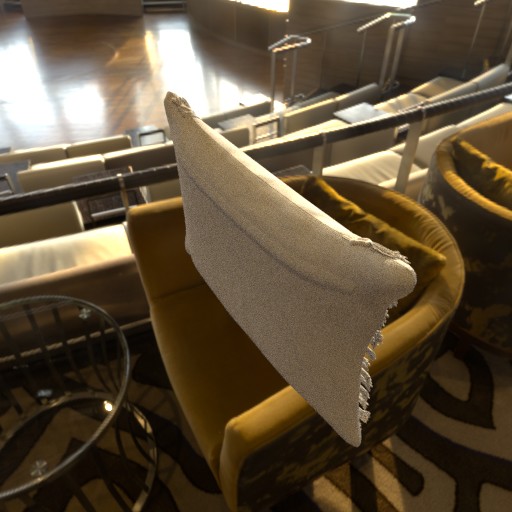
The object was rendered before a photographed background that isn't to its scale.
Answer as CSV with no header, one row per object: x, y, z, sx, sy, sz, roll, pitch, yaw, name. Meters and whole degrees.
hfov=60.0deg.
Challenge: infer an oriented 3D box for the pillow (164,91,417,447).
0.000,0.000,0.596,0.084,0.305,0.466,-24,47,-25,pillow
